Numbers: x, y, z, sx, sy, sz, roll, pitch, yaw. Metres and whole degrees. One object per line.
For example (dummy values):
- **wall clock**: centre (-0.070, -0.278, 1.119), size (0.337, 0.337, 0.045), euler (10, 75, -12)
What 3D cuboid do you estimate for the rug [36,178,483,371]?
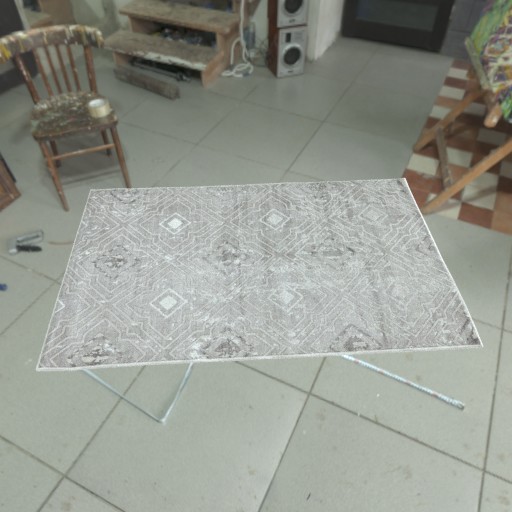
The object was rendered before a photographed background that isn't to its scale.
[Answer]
- **rug**: centre (0.000, 0.000, 2.922), size (2.447, 0.036, 1.537), euler (-2, 47, -2)
